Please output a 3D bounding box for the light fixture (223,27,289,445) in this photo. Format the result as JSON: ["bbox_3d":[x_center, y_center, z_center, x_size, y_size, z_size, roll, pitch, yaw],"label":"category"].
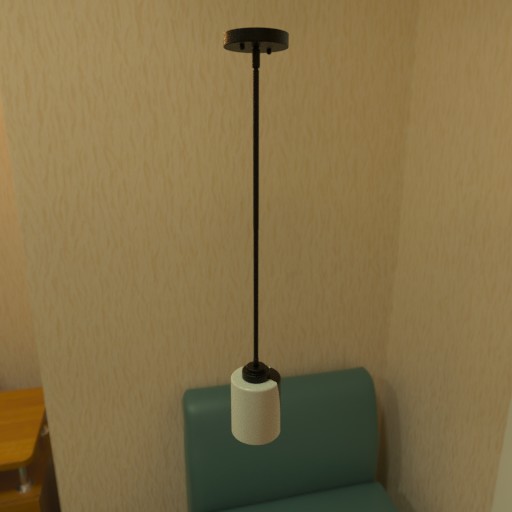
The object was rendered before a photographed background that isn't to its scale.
[{"bbox_3d":[0.000,0.000,0.949,0.123,0.863,0.123,-15,22,-43],"label":"light fixture"}]
